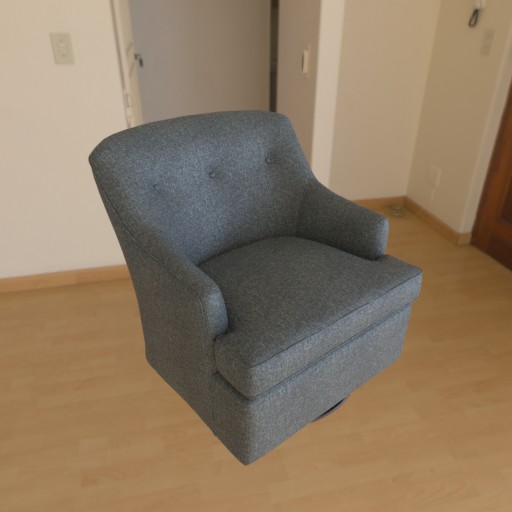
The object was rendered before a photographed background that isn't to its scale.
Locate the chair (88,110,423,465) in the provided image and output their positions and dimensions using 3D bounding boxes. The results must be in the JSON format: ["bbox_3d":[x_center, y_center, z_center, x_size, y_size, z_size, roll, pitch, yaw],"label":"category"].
[{"bbox_3d":[0.000,0.000,1.606,0.864,0.856,0.923,-22,36,-33],"label":"chair"}]
